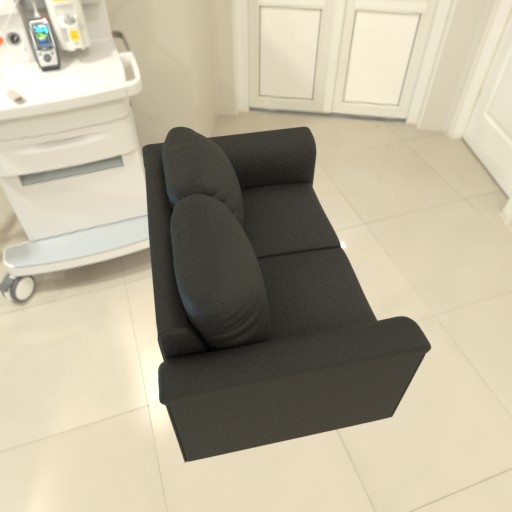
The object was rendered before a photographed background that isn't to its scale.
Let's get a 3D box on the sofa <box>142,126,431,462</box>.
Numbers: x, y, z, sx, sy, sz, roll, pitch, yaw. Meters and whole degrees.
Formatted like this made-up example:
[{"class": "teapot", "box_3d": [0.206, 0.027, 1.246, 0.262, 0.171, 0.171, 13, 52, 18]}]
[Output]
[{"class": "sofa", "box_3d": [0.000, 0.000, 1.977, 0.887, 0.845, 1.386, -9, 47, -8]}]
